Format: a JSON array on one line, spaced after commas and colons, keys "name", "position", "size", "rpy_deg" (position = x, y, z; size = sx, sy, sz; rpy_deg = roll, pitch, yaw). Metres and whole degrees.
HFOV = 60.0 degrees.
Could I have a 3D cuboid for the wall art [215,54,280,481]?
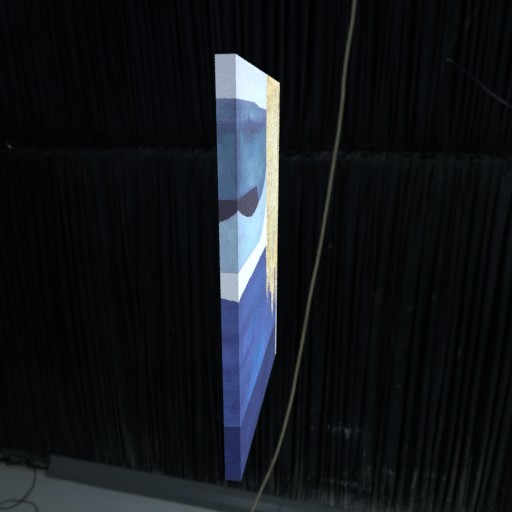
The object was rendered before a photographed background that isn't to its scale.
[{"name": "wall art", "position": [0.000, 0.000, 1.186], "size": [0.039, 0.911, 0.607], "rpy_deg": [3, 17, 9]}]
